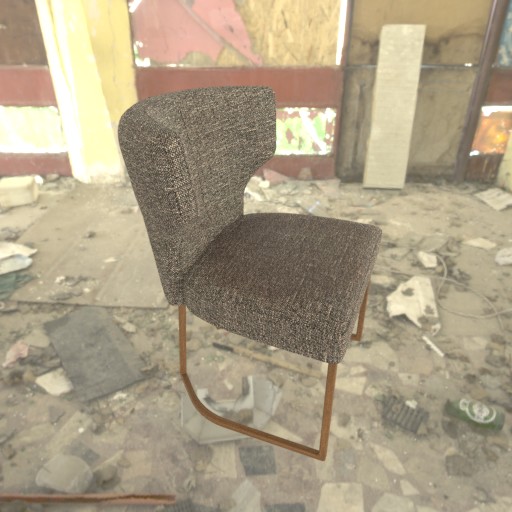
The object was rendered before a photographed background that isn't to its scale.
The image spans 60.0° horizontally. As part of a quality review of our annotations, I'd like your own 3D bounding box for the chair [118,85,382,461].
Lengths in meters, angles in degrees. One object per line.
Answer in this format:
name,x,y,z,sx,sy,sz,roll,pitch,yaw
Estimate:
chair,0.000,0.000,1.236,0.617,0.824,0.611,11,32,19
